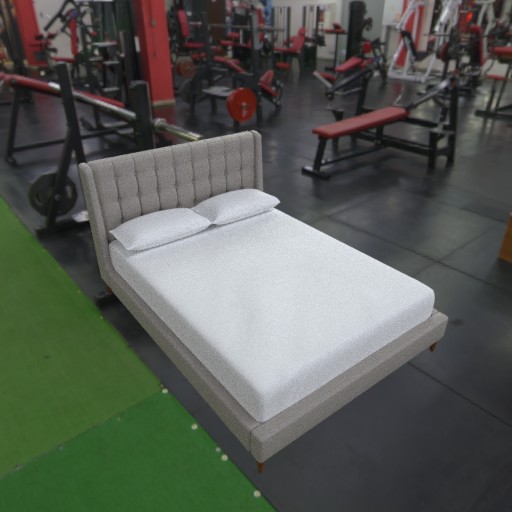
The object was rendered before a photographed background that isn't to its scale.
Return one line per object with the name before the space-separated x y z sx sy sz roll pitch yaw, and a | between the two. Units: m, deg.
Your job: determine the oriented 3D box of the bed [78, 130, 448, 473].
bed | 0.000 0.000 3.249 1.656 1.147 2.232 -21 36 -32
